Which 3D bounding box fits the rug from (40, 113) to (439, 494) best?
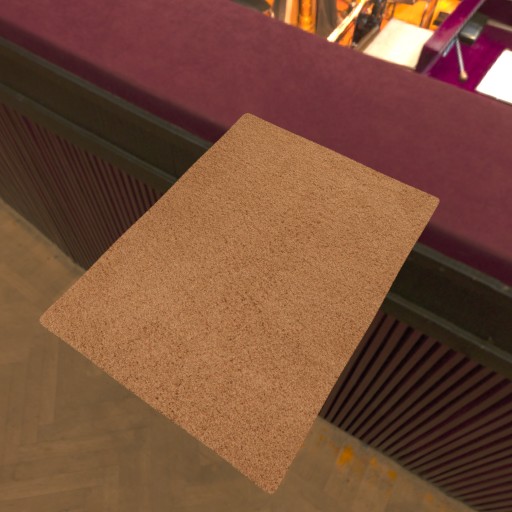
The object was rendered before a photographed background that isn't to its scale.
[{"bbox_3d":[0.000,0.000,2.086,1.199,0.025,1.600,29,62,17],"label":"rug"}]
